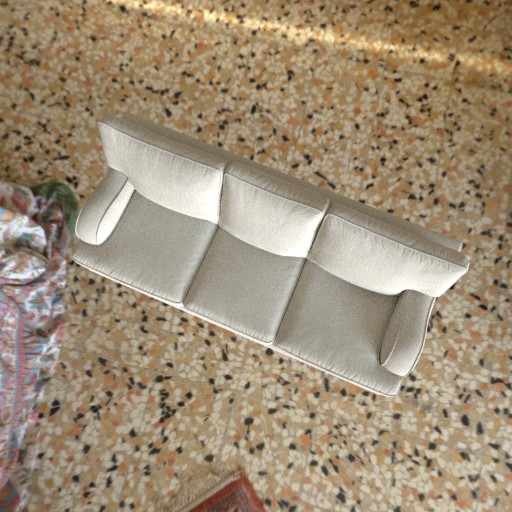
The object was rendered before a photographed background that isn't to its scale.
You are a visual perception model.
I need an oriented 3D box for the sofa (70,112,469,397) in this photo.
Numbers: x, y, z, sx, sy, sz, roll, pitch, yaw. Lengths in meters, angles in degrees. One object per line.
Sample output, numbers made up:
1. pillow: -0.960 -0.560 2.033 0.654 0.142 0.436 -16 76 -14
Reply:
1. sofa: 0.000 0.000 2.924 2.323 0.991 1.016 22 76 6
